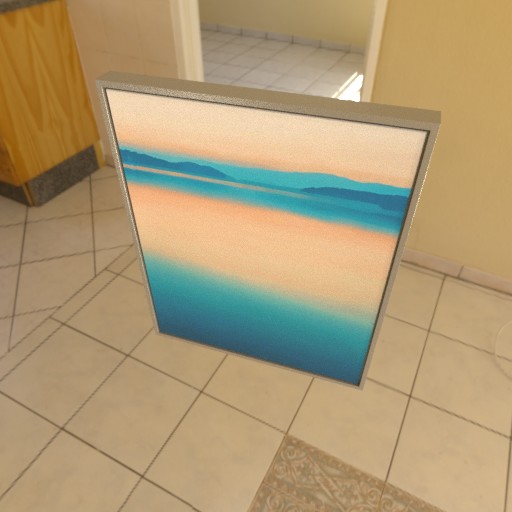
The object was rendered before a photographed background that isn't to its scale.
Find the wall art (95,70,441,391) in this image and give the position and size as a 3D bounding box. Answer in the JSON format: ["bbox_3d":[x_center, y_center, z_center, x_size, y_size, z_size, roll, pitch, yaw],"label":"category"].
[{"bbox_3d":[0.000,0.000,0.752,0.453,0.554,0.037,12,43,13],"label":"wall art"}]
